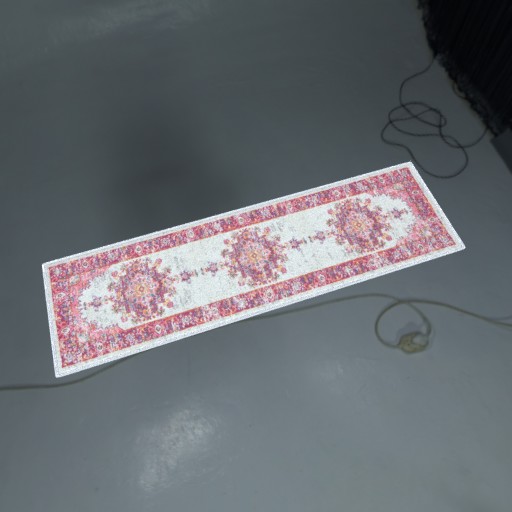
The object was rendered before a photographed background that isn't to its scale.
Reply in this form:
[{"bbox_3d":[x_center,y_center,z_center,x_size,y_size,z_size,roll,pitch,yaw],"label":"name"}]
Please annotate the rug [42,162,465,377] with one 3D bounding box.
[{"bbox_3d":[0.000,0.000,2.492,2.294,0.011,0.666,-16,63,-9],"label":"rug"}]
